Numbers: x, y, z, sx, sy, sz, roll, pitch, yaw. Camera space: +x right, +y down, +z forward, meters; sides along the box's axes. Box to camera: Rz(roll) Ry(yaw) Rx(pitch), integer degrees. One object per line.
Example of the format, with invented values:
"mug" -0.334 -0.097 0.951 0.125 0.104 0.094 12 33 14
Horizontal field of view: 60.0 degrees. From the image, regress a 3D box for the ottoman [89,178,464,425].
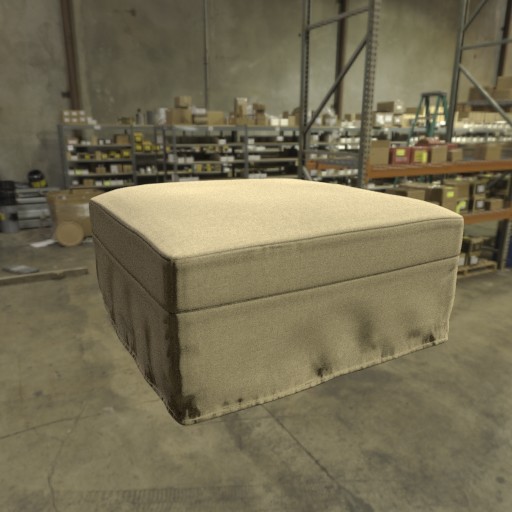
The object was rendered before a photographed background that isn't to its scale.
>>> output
"ottoman" 0.000 0.000 1.363 0.840 0.436 0.843 -9 18 -28
